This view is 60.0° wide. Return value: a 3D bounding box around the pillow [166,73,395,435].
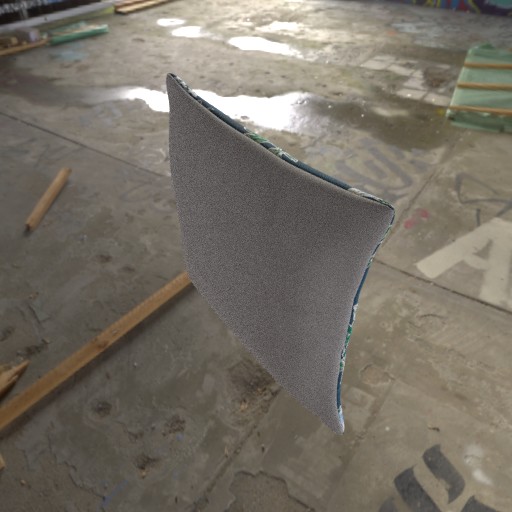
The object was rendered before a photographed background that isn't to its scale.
[{"bbox_3d":[0.000,0.000,0.803,0.166,0.508,0.525,-26,47,-26],"label":"pillow"}]
